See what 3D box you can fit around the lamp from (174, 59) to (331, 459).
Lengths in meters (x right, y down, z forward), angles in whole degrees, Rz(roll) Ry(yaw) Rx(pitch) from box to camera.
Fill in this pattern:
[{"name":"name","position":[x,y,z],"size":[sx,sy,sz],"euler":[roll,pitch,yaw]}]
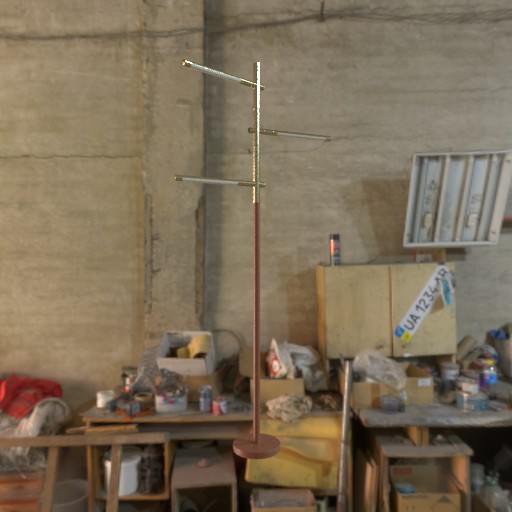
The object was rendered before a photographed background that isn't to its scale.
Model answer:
[{"name":"lamp","position":[0.000,0.000,1.959],"size":[0.737,1.704,0.209],"euler":[0,0,-35]}]
